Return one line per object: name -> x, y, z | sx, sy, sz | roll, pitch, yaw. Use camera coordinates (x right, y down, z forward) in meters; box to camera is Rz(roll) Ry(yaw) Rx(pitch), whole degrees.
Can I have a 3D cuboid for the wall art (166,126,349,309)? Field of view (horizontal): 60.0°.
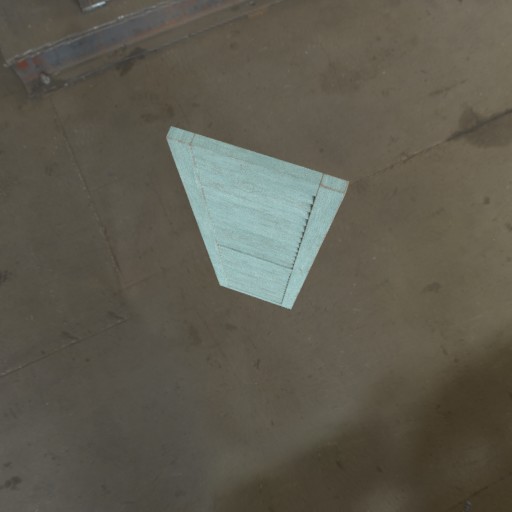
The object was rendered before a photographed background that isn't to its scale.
wall art -> 0.000, 0.000, 1.354 | 0.329, 1.219, 0.025 | 18, 75, 5
